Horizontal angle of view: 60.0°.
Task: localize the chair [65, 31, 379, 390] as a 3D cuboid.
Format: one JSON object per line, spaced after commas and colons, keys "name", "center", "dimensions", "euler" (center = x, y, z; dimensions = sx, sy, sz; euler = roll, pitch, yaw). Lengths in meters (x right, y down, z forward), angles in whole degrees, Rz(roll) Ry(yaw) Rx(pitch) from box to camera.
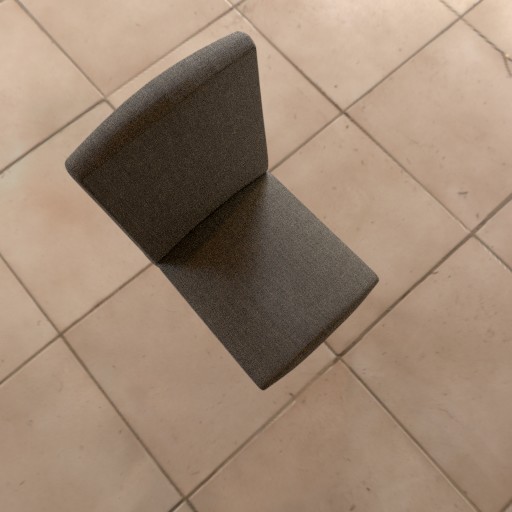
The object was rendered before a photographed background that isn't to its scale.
{"name": "chair", "center": [0.000, 0.000, 1.197], "dimensions": [0.451, 0.917, 0.580], "euler": [-41, 79, -10]}
